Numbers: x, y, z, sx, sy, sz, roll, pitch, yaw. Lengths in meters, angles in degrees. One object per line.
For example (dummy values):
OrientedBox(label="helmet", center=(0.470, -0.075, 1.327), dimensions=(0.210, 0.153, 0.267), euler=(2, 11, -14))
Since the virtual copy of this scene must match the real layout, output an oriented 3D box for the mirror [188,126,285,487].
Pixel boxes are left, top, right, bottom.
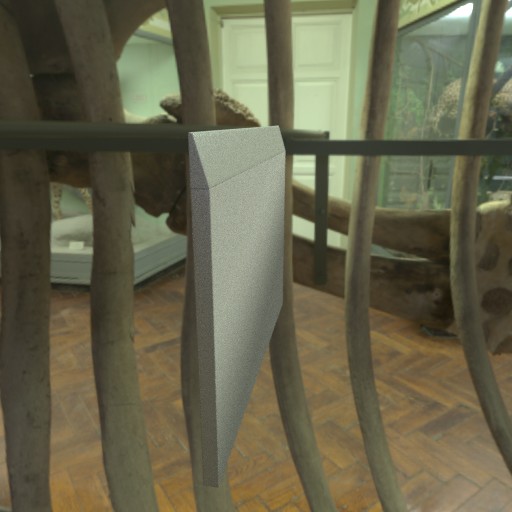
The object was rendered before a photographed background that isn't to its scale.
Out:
OrientedBox(label="mirror", center=(0.000, 0.000, 1.134), dimensions=(0.030, 0.630, 0.870), euler=(3, 17, 11))
